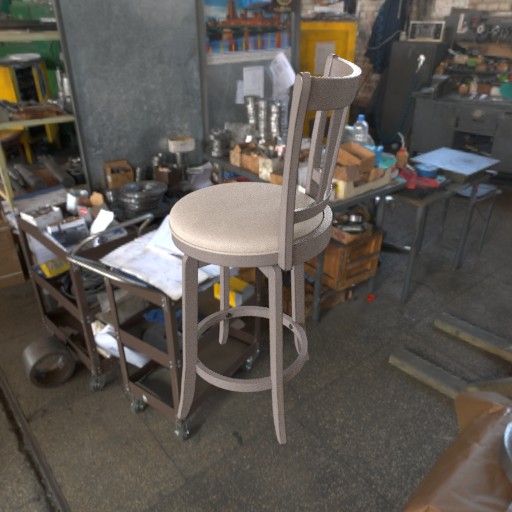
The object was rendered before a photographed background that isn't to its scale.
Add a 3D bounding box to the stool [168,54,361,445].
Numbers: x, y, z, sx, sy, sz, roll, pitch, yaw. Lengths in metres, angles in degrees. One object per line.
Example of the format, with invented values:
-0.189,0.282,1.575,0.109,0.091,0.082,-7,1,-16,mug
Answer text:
0.000,0.000,1.260,0.475,1.023,0.436,8,30,14,stool
